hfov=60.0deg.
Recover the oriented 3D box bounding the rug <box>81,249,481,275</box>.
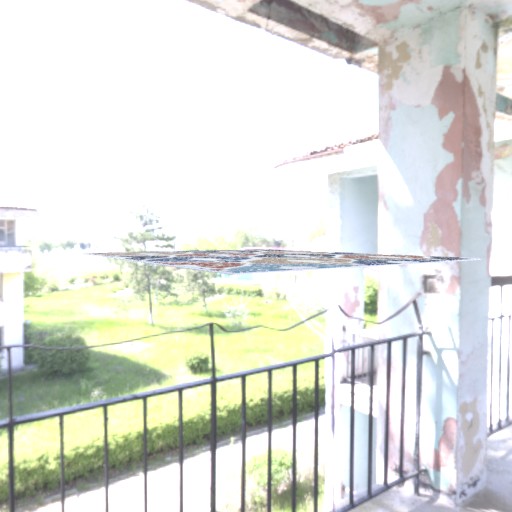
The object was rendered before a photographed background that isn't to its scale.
[{"bbox_3d":[0.000,0.000,4.182,2.423,0.014,3.040,-2,3,-35],"label":"rug"}]
